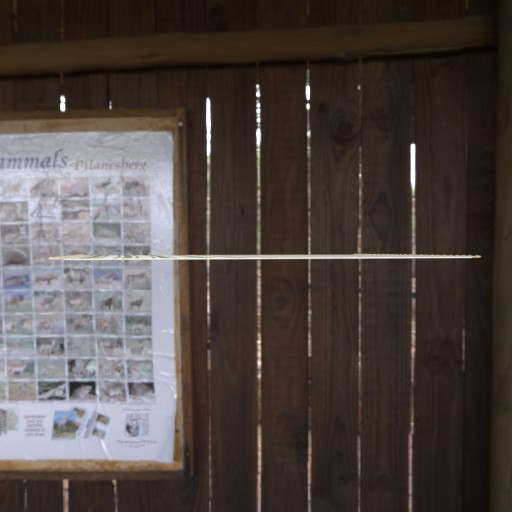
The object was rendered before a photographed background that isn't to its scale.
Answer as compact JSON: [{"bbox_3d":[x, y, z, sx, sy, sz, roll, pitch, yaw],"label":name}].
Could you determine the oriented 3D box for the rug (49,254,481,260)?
[{"bbox_3d":[0.000,0.000,2.365,1.875,0.013,1.162,0,1,-16],"label":"rug"}]
